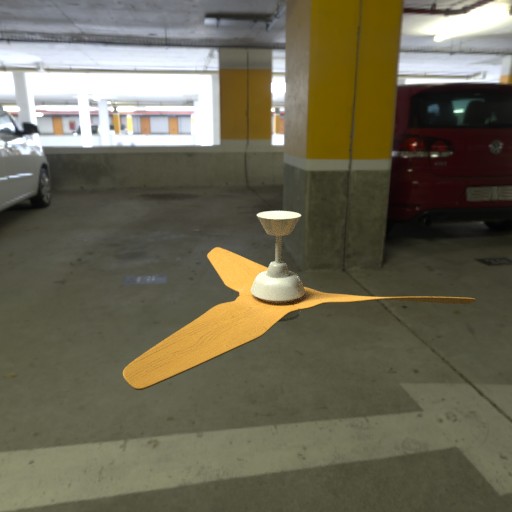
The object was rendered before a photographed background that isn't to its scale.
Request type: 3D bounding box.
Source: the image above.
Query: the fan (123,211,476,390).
[{"bbox_3d":[0.000,0.000,1.621,1.142,0.355,1.010,-8,18,-26],"label":"fan"}]
